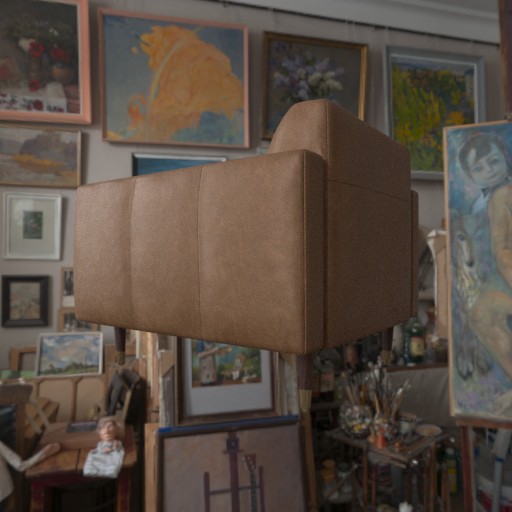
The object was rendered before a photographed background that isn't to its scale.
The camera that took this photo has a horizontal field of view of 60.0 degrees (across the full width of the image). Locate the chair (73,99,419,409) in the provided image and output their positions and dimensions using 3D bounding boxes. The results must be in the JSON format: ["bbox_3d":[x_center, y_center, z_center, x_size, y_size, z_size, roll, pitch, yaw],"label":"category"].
[{"bbox_3d":[0.000,0.000,1.670,0.998,0.819,0.953,0,0,37],"label":"chair"}]
